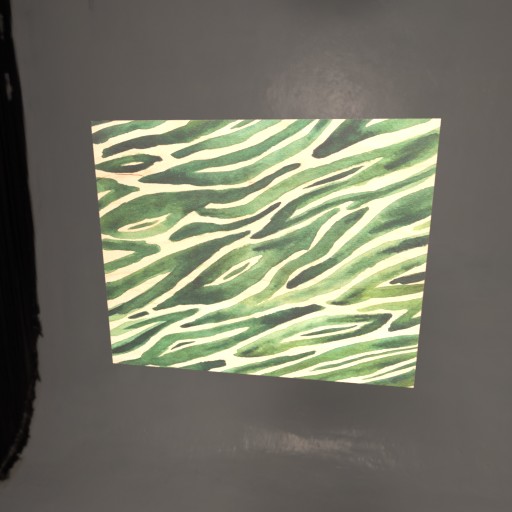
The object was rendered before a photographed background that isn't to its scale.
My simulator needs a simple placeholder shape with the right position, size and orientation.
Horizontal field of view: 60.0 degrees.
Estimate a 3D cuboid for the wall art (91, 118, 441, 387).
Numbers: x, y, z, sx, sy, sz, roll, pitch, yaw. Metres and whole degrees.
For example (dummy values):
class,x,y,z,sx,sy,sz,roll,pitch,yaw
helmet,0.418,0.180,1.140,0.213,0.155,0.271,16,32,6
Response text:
class,x,y,z,sx,sy,sz,roll,pitch,yaw
wall art,0.000,0.000,0.695,0.508,0.408,0.012,2,15,9
